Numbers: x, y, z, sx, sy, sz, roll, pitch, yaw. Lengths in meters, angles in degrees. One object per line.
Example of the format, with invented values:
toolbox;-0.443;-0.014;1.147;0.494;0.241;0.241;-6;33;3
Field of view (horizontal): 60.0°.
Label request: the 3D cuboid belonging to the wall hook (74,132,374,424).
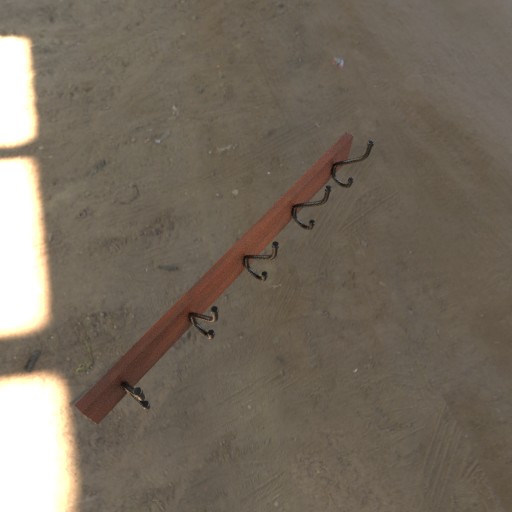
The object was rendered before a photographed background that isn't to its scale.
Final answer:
wall hook;0.000;0.000;0.610;0.071;0.117;0.571;34;64;20
